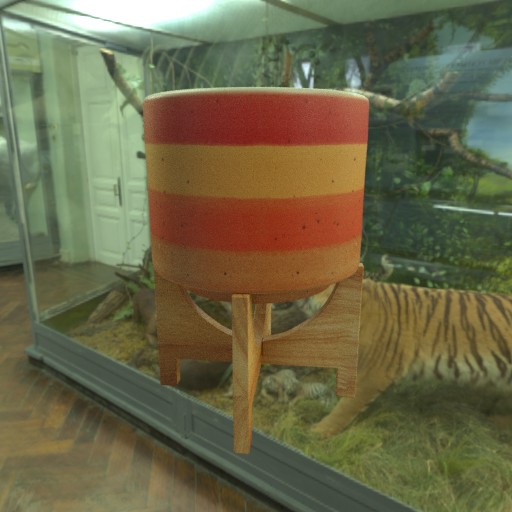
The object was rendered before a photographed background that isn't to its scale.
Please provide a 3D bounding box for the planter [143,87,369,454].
[{"bbox_3d":[0.000,0.000,0.566,0.269,0.379,0.269,0,15,0],"label":"planter"}]
